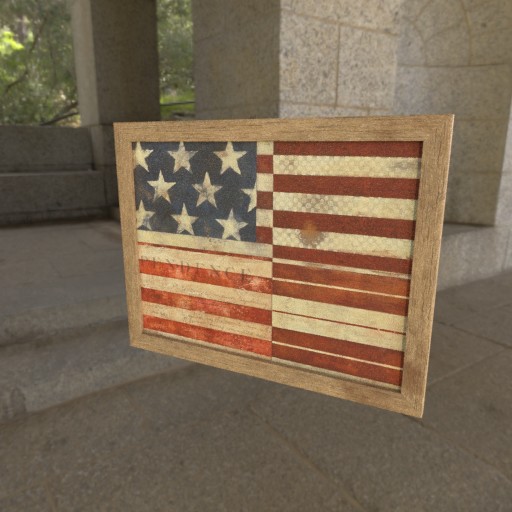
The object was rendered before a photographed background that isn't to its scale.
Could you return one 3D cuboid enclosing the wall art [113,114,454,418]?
[{"bbox_3d":[0.000,0.000,0.906,0.690,0.535,0.026,7,16,25],"label":"wall art"}]
